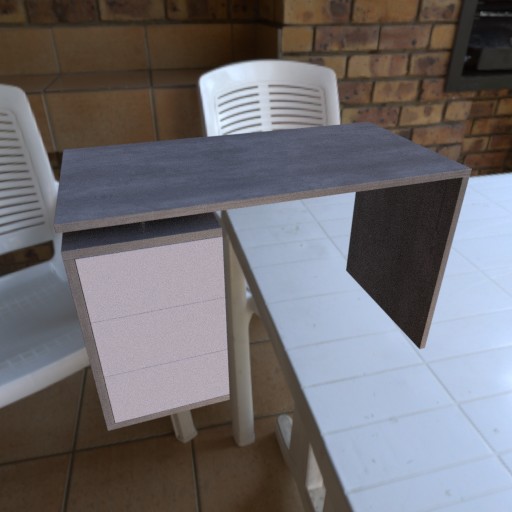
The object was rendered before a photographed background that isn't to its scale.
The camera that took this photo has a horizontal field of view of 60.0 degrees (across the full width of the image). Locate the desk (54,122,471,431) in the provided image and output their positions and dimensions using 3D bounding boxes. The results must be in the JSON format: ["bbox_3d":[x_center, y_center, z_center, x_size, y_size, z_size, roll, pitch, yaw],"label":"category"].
[{"bbox_3d":[0.000,0.000,1.636,1.200,0.740,0.600,-10,32,-16],"label":"desk"}]
